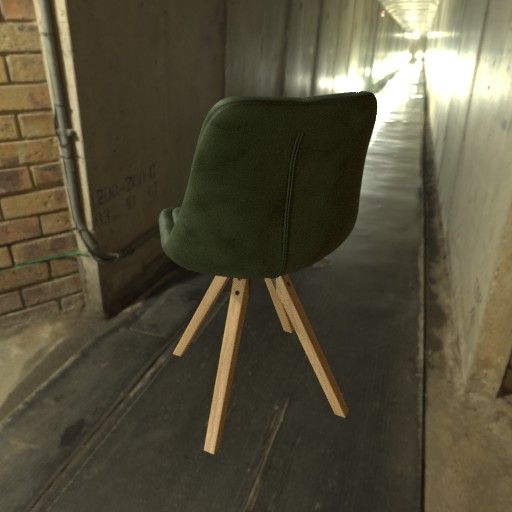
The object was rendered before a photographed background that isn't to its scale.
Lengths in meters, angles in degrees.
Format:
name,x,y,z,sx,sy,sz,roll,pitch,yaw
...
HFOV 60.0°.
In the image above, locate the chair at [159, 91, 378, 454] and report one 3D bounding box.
name,x,y,z,sx,sy,sz,roll,pitch,yaw
chair,0.000,0.000,1.171,0.483,0.865,0.547,-9,28,-17
